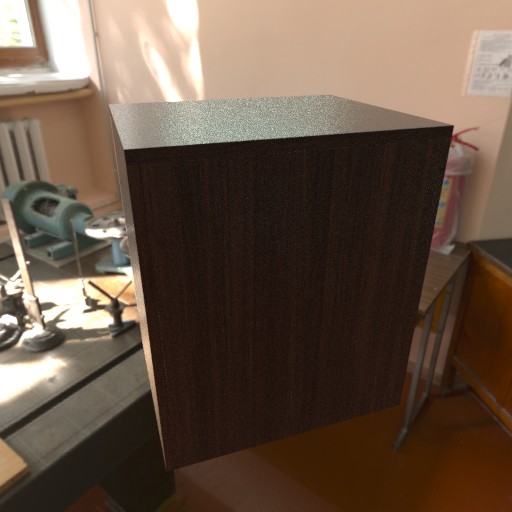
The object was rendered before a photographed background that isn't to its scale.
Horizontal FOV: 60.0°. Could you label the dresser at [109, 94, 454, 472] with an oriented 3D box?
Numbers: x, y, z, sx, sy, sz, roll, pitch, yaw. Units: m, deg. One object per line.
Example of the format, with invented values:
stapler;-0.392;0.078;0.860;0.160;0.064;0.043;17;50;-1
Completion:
dresser;0.000;0.000;0.753;0.400;0.470;0.360;-9;28;-17
